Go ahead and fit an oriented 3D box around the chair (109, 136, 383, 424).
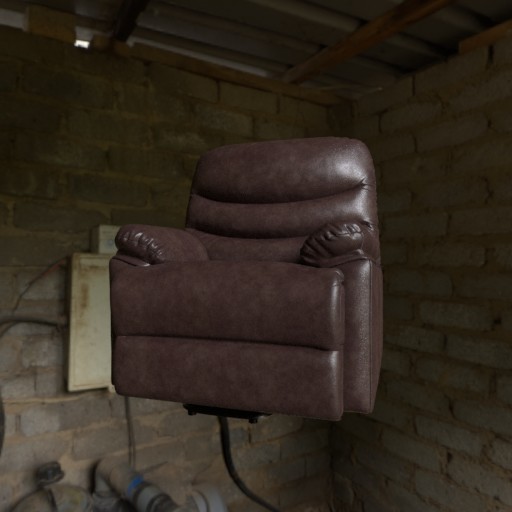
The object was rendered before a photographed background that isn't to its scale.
[{"bbox_3d":[0.000,0.000,1.743,0.940,1.041,0.879,0,0,18],"label":"chair"}]
